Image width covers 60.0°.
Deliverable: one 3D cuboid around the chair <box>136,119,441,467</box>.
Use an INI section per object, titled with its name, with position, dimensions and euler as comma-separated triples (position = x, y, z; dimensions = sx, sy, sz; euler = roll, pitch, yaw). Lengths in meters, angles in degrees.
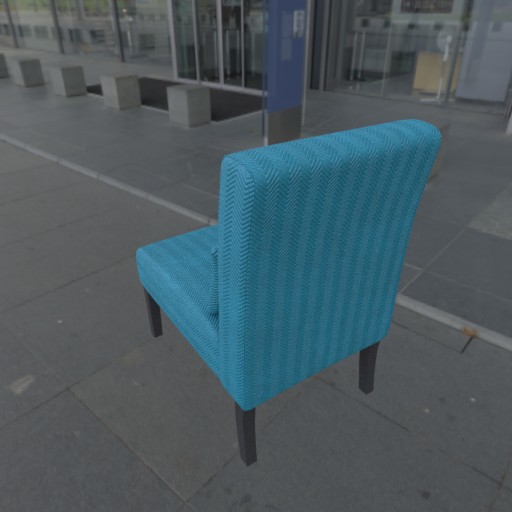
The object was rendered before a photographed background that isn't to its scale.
[chair]
position = 0.000, 0.000, 1.443
dimensions = 0.579, 0.927, 0.808
euler = -19, 35, -29
